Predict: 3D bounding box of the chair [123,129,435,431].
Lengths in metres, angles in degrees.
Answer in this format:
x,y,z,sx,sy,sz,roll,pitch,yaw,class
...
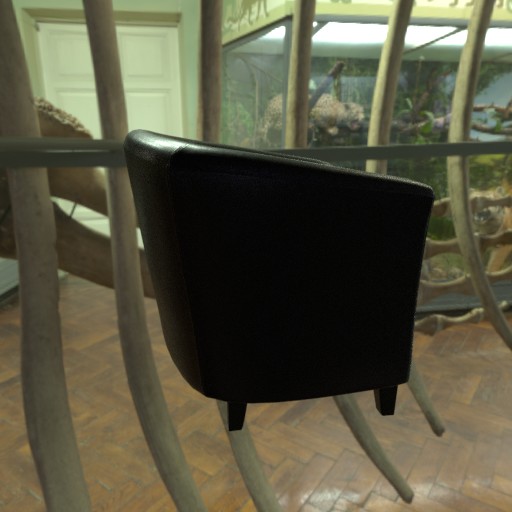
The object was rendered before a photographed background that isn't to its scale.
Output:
x,y,z,sx,sy,sz,roll,pitch,yaw,class
0.000,0.000,1.375,0.727,0.756,0.793,-2,16,-9,chair
